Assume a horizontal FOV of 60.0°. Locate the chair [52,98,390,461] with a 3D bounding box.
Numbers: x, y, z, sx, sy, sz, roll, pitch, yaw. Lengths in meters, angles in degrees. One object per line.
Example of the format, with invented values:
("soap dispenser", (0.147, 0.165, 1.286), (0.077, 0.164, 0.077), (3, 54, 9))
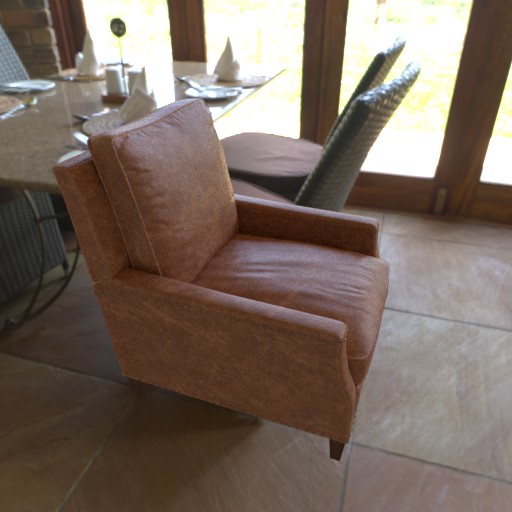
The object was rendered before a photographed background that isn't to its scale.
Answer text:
("chair", (0.000, 0.000, 1.764), (1.035, 1.054, 0.854), (11, 32, 18))
